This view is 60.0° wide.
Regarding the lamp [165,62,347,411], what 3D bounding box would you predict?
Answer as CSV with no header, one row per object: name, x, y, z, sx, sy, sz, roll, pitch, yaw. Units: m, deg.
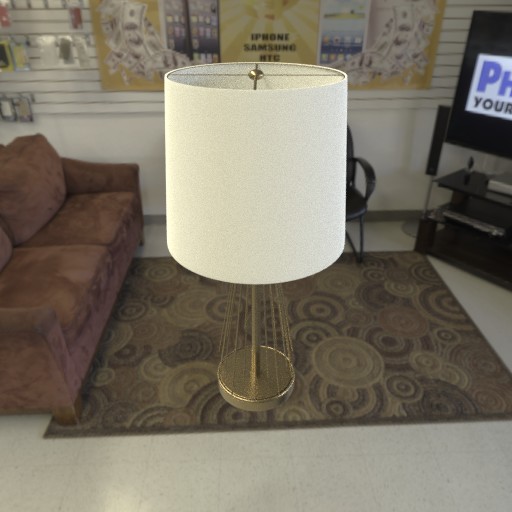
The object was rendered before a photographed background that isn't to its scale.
lamp,0.000,0.000,0.789,0.303,0.618,0.303,0,30,0
